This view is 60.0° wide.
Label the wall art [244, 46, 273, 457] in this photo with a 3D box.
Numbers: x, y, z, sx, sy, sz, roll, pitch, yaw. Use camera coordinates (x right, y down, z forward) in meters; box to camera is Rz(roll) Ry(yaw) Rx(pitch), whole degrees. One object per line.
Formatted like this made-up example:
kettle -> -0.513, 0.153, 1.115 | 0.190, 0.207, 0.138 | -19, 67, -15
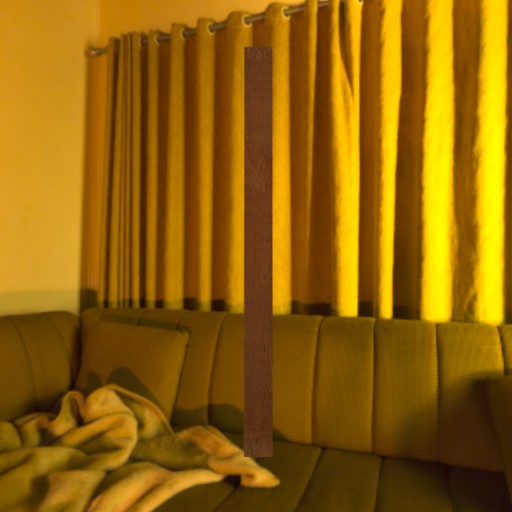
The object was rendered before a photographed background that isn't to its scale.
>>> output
wall art -> 0.000, 0.000, 1.749 | 0.070, 1.009, 1.320 | 0, -1, -1
